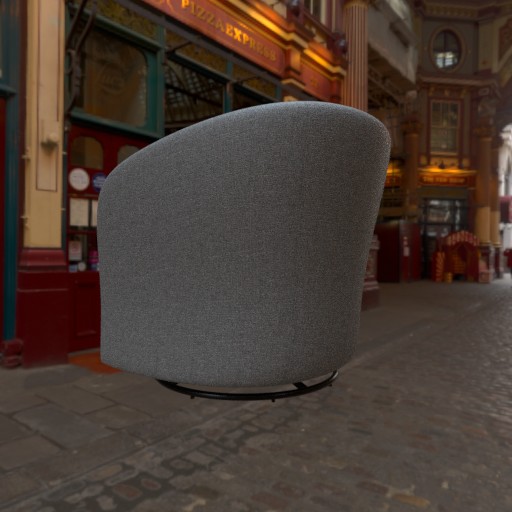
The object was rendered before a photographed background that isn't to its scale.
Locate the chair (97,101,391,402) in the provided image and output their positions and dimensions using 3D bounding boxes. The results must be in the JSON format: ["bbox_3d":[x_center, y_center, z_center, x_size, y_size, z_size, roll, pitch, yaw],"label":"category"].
[{"bbox_3d":[0.000,0.000,1.432,0.815,0.771,0.791,1,1,37],"label":"chair"}]
